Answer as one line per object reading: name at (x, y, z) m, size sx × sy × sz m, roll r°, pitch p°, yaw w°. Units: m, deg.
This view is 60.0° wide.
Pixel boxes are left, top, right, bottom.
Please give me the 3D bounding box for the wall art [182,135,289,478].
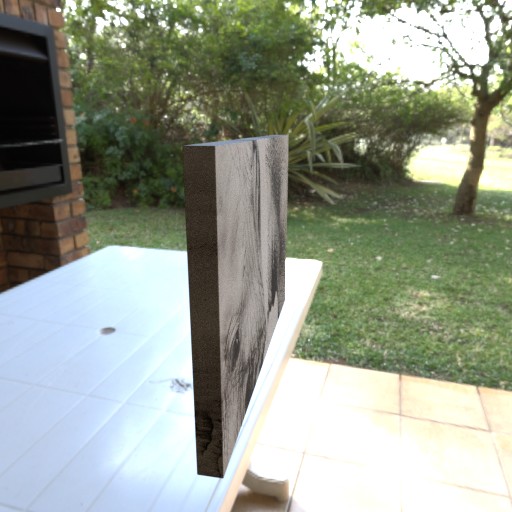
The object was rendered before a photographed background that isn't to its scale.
wall art at (0.000, 0.000, 0.793) m, size 0.035 × 0.407 × 0.613 m, roll 3°, pitch 17°, yaw 10°
